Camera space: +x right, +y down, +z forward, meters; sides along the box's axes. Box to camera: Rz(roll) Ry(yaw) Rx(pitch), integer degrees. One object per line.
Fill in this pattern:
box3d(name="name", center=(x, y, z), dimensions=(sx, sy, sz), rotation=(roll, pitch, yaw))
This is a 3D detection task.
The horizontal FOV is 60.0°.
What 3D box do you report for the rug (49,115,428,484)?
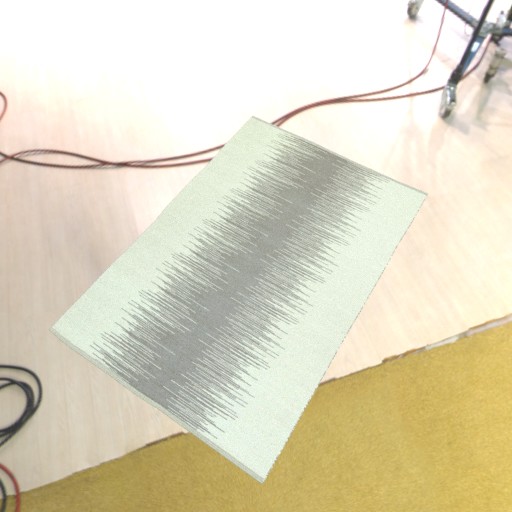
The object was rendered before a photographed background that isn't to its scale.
box3d(name="rug", center=(0.000, 0.000, 2.364), dimensions=(1.226, 0.007, 1.815), rotation=(29, 63, 17))
